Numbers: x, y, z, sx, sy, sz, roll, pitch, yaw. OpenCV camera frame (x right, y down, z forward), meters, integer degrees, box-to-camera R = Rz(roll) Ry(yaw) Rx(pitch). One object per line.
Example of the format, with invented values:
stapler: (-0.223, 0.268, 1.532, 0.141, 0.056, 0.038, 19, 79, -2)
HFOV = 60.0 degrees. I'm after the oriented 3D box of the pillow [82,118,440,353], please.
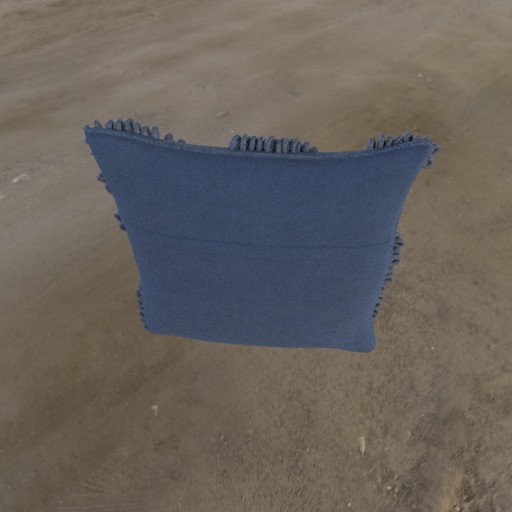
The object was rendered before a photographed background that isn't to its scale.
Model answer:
pillow: (0.000, 0.000, 0.730, 0.469, 0.466, 0.172, 4, 46, 4)
